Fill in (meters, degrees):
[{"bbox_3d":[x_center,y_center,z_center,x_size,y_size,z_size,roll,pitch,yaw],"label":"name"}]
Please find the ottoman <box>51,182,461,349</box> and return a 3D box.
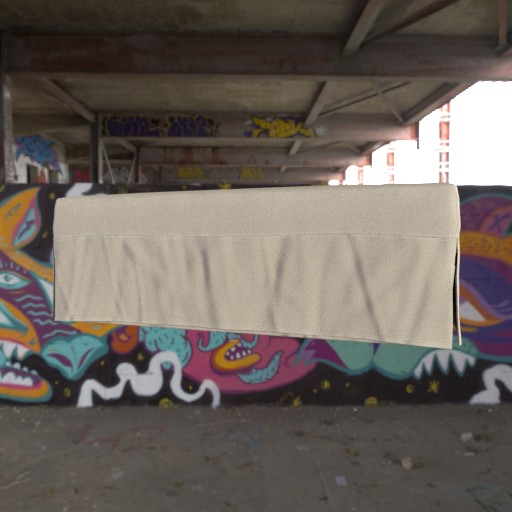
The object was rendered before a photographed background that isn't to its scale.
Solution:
[{"bbox_3d":[0.000,0.000,1.679,1.388,0.457,0.665,1,2,19],"label":"ottoman"}]
